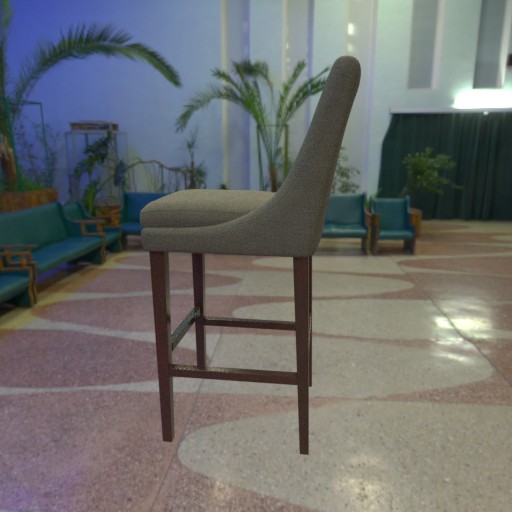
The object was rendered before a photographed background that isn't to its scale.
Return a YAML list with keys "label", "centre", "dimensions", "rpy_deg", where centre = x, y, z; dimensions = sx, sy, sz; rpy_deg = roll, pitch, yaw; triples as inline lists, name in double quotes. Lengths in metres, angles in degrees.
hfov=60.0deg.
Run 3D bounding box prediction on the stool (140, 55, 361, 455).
- label: "stool"
  centre: [0.000, 0.000, 1.385]
  dimensions: [0.577, 1.078, 0.470]
  rpy_deg: [2, 14, 8]
